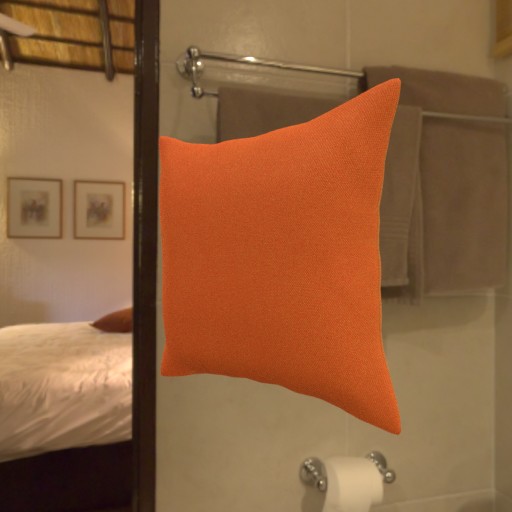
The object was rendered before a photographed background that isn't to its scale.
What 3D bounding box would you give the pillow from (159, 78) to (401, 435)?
[{"bbox_3d":[0.000,0.000,0.687,0.453,0.444,0.169,0,0,38],"label":"pillow"}]
